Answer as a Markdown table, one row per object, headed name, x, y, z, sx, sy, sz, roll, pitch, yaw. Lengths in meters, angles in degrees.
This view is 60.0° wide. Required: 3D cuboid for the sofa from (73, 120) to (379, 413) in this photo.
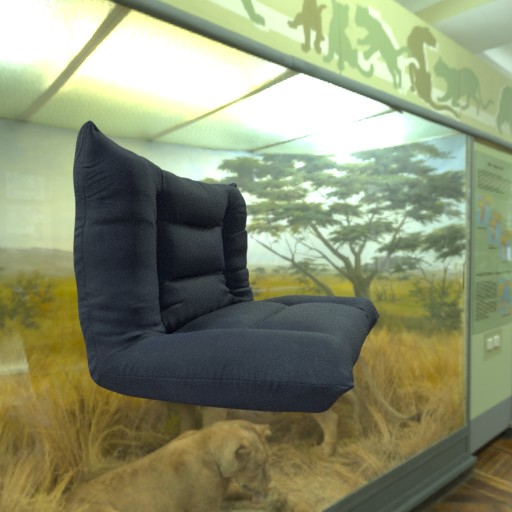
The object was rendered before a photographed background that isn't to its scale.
| name | x | y | z | sx | sy | sz | roll | pitch | yaw |
| --- | --- | --- | --- | --- | --- | --- | --- | --- | --- |
| sofa | 0.000 | 0.000 | 1.666 | 0.849 | 0.778 | 1.122 | 1 | 2 | 19 |
